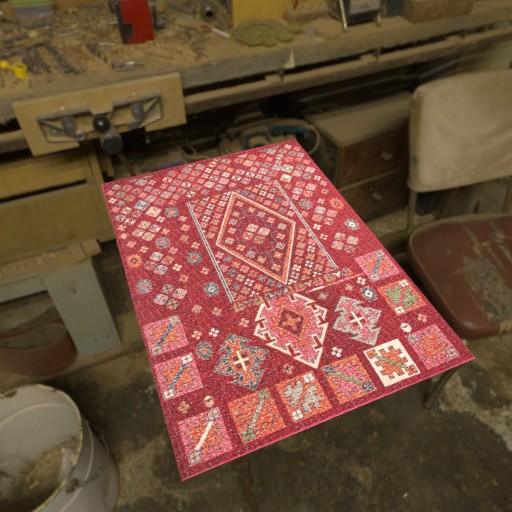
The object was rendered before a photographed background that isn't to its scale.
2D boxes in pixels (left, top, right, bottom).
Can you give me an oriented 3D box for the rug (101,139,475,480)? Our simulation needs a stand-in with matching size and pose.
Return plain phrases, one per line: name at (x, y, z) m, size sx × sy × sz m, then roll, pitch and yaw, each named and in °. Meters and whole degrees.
rug at (0.000, 0.000, 2.786) m, size 1.579 × 0.007 × 2.184 m, roll -17°, pitch 50°, yaw -15°
